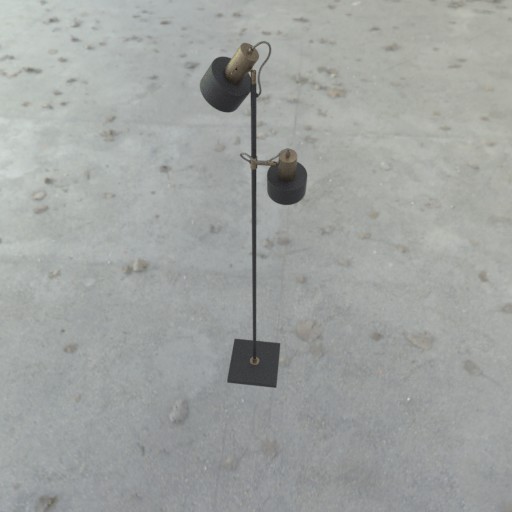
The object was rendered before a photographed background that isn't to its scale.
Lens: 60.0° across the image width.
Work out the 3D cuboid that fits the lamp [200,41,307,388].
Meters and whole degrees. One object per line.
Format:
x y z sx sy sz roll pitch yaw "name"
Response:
0.000 0.000 1.624 0.315 1.505 0.233 5 46 5 "lamp"
